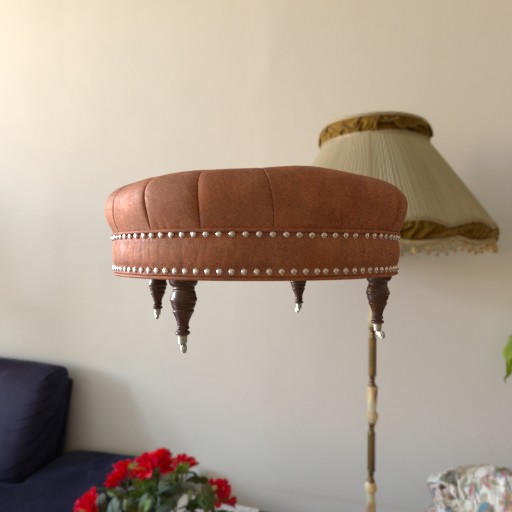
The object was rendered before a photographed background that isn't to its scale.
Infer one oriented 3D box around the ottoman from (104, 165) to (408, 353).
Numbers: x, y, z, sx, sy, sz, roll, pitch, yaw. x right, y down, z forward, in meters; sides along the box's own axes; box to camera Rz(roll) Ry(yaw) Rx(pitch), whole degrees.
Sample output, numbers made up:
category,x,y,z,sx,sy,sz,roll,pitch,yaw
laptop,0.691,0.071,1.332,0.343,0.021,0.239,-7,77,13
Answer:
category,x,y,z,sx,sy,sz,roll,pitch,yaw
ottoman,0.000,0.000,1.378,0.901,0.444,0.901,0,0,0
